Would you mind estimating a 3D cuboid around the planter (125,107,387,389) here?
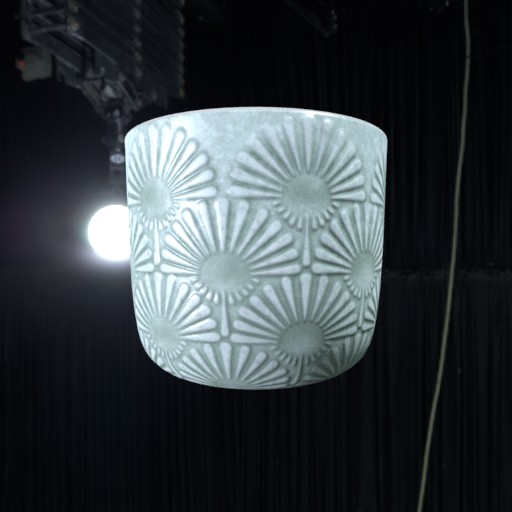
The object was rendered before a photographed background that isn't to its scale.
[{"bbox_3d":[0.000,0.000,0.219,0.124,0.109,0.124,0,1,0],"label":"planter"}]
